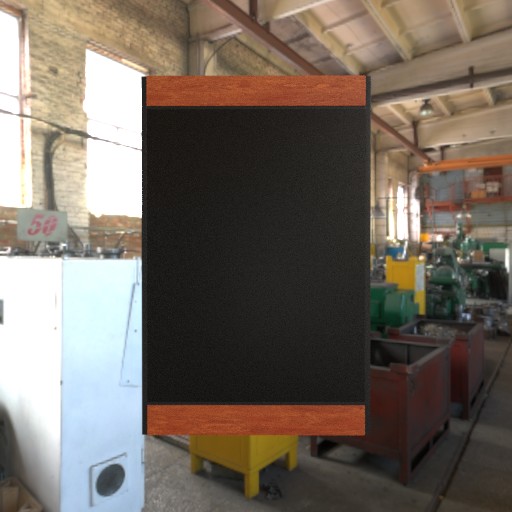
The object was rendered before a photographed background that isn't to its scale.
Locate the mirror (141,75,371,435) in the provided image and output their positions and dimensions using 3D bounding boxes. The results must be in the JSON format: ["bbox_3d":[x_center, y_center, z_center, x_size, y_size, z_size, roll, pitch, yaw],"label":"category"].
[{"bbox_3d":[0.000,0.000,1.037,0.525,0.823,0.047,0,1,0],"label":"mirror"}]
